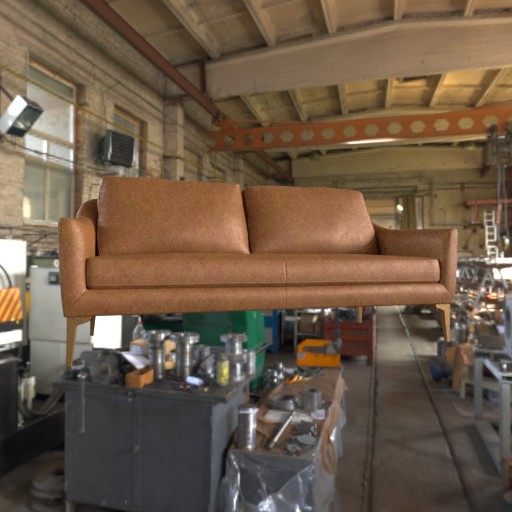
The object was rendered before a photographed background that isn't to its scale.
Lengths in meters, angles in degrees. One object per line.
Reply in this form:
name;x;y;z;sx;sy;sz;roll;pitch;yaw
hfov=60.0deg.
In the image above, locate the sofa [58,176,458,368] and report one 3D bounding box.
sofa;0.000;0.000;2.565;2.036;0.945;0.981;0;-1;-18
